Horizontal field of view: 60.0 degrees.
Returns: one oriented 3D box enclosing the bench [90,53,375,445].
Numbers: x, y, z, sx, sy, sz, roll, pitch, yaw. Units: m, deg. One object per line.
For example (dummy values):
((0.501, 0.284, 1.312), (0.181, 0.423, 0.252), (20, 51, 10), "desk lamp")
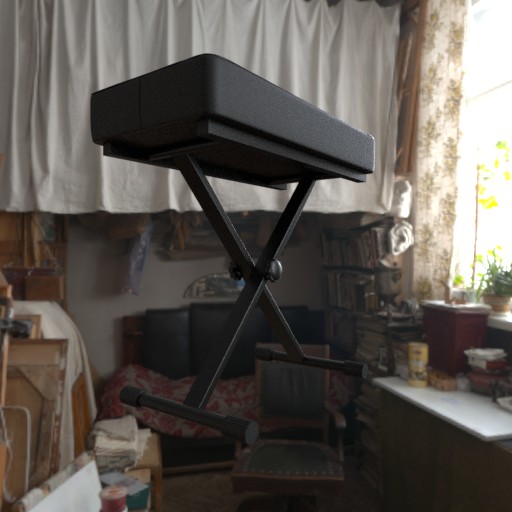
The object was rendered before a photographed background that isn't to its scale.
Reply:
((0.000, 0.000, 0.924), (0.300, 0.561, 0.600), (1, 1, 37), "bench")
